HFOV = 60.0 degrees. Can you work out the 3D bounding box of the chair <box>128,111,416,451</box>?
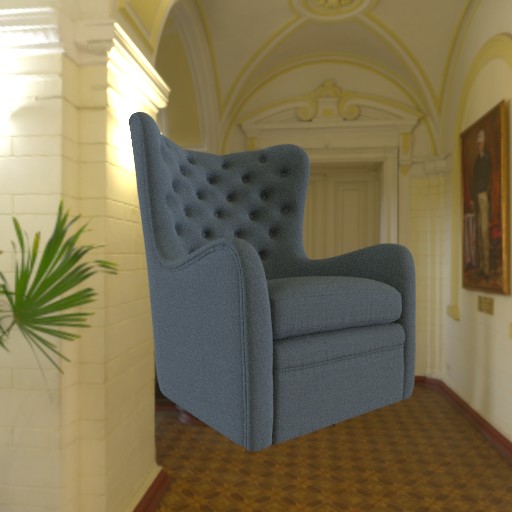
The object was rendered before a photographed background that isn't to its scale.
[{"bbox_3d":[0.000,0.000,1.724,0.831,1.079,0.930,0,0,-39],"label":"chair"}]
